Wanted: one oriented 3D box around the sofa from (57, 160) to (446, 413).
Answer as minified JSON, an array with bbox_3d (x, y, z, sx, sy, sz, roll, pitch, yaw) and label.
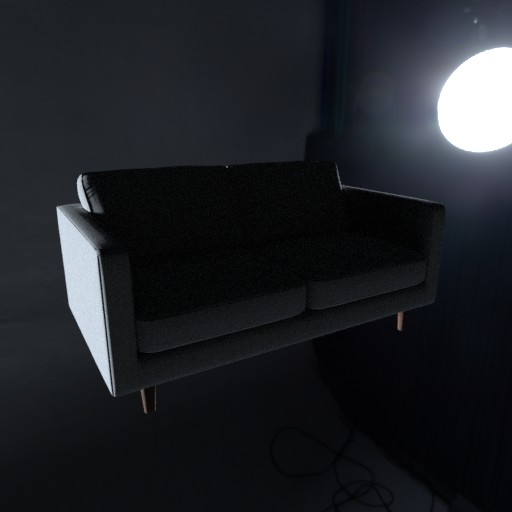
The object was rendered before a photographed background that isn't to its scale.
[{"bbox_3d":[0.000,0.000,2.297,1.731,0.900,1.000,-10,19,-29],"label":"sofa"}]
